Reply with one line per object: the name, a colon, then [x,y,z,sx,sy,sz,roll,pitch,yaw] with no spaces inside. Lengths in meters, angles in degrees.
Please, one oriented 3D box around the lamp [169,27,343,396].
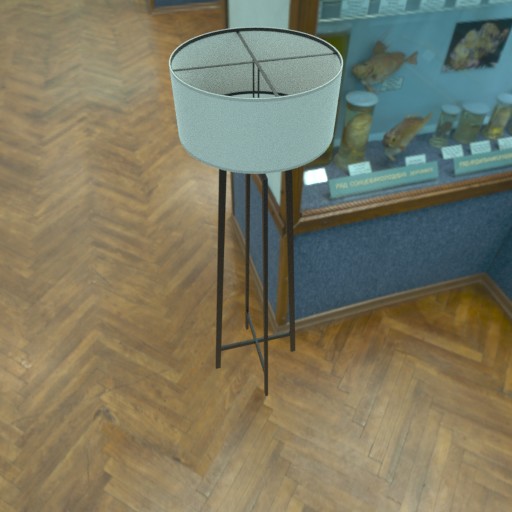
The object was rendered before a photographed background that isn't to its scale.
lamp: [0.000,0.000,1.718,0.456,1.510,0.457,-10,47,-10]
